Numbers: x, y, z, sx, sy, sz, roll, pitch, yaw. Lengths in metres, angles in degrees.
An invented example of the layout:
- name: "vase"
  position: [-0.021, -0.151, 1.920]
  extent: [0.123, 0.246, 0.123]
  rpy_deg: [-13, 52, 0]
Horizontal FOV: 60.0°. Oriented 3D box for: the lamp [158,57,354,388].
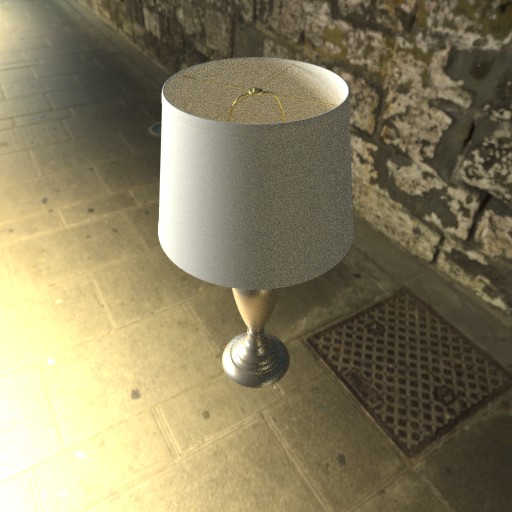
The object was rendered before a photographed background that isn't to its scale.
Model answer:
- name: "lamp"
  position: [0.000, 0.000, 0.804]
  extent: [0.328, 0.612, 0.328]
  rpy_deg: [0, 40, 0]
